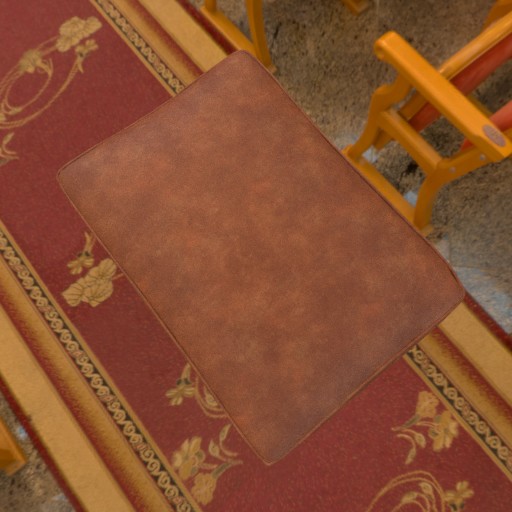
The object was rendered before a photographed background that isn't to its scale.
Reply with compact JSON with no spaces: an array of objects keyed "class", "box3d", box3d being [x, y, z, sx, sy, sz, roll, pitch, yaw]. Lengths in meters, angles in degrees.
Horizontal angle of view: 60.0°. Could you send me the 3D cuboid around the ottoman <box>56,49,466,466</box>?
[{"class":"ottoman","box3d":[0.000,0.000,0.965,0.501,0.418,0.665,-37,78,-9]}]
